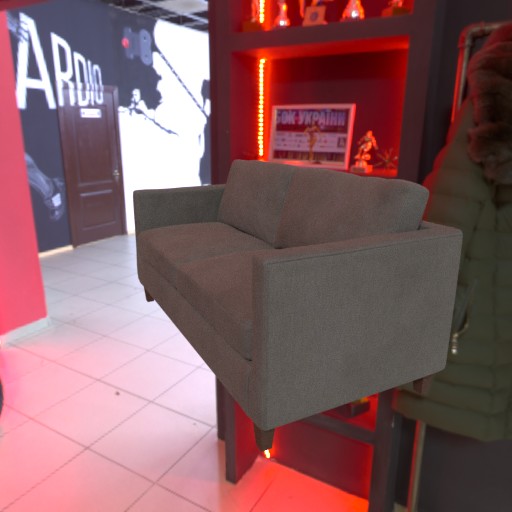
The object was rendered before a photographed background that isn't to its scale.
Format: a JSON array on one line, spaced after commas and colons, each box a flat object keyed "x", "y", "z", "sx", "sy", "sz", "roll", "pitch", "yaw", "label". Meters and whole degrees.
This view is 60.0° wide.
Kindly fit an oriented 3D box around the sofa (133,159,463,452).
[{"x": 0.000, "y": 0.000, "z": 2.436, "sx": 0.950, "sy": 0.963, "sz": 1.884, "roll": -8, "pitch": 18, "yaw": -26, "label": "sofa"}]
